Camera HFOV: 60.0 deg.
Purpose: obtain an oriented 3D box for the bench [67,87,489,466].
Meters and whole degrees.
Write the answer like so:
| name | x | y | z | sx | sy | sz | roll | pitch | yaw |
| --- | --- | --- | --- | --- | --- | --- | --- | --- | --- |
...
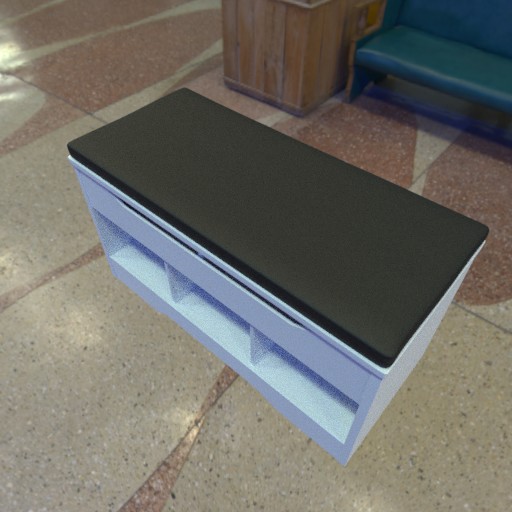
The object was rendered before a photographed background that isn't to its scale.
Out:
| name | x | y | z | sx | sy | sz | roll | pitch | yaw |
| --- | --- | --- | --- | --- | --- | --- | --- | --- | --- |
| bench | 0.000 | 0.000 | 1.152 | 0.899 | 0.500 | 0.401 | 33 | 55 | 27 |
